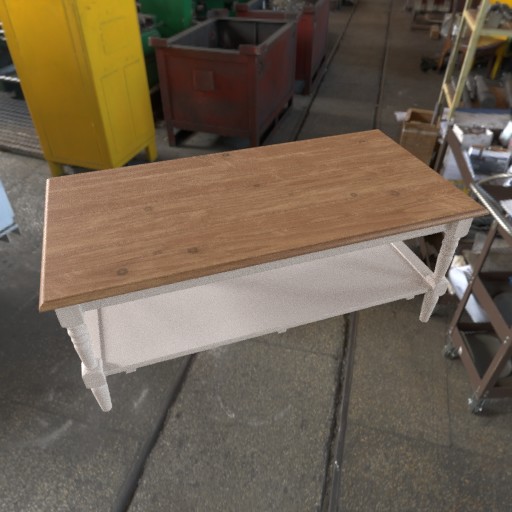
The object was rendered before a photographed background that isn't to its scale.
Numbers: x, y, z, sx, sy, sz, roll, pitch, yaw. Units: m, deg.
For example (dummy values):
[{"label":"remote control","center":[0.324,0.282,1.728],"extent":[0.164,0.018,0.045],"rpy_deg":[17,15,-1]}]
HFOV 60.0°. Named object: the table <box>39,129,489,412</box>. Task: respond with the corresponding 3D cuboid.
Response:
[{"label":"table","center":[0.000,0.000,1.378],"extent":[1.118,0.458,0.559],"rpy_deg":[-12,41,-14]}]
